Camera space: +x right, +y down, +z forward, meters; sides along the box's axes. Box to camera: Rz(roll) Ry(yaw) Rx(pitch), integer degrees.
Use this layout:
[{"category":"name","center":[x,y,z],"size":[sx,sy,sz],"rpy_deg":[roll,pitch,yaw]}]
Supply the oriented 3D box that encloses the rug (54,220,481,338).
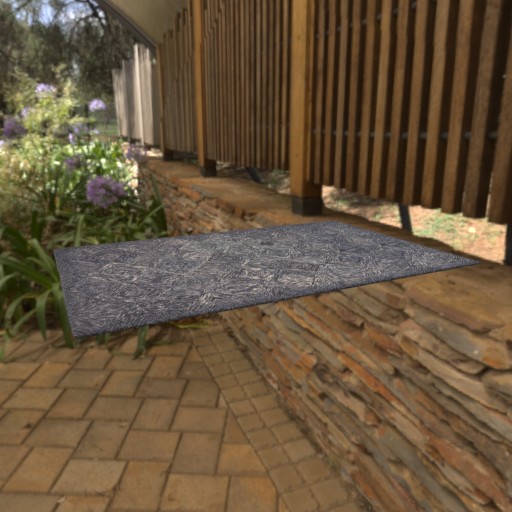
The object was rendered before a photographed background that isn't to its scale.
[{"category":"rug","center":[0.000,0.000,2.154],"size":[1.754,0.010,1.139],"rpy_deg":[-8,17,-25]}]
